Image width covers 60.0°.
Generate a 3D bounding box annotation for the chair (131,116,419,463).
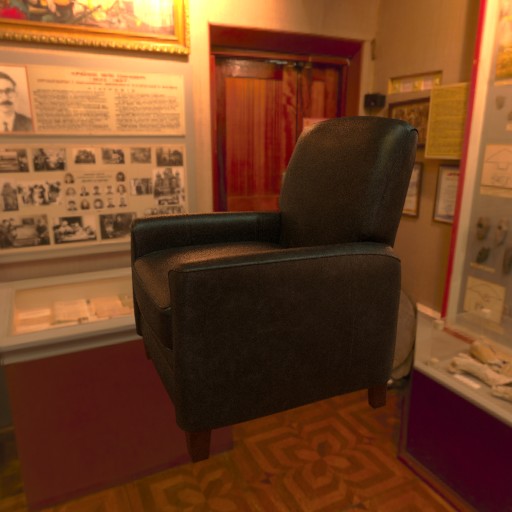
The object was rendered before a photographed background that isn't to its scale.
[{"bbox_3d":[0.000,0.000,1.658,0.864,1.014,0.848,-7,16,-23],"label":"chair"}]
